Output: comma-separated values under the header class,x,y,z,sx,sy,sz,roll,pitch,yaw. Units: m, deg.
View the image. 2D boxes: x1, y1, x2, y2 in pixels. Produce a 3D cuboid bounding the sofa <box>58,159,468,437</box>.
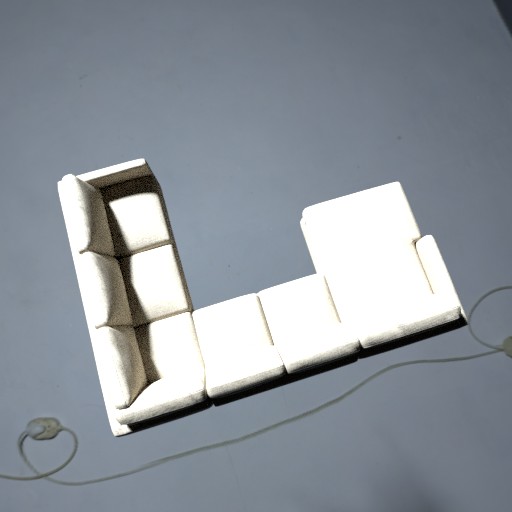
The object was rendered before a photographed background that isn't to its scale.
class,x,y,z,sx,sy,sz,roll,pitch,yaw
sofa,0.000,0.000,4.563,3.460,0.959,2.593,-17,78,-4
